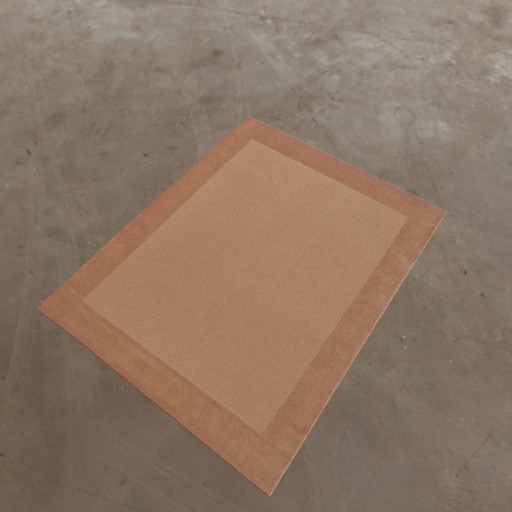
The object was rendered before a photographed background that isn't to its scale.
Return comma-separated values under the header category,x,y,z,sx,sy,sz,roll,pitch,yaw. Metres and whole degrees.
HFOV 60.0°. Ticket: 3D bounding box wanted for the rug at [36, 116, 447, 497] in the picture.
category,x,y,z,sx,sy,sz,roll,pitch,yaw
rug,0.000,0.000,4.065,2.431,0.021,3.057,31,62,19
